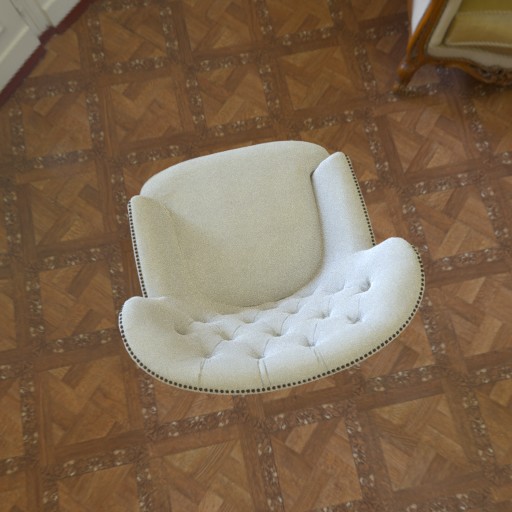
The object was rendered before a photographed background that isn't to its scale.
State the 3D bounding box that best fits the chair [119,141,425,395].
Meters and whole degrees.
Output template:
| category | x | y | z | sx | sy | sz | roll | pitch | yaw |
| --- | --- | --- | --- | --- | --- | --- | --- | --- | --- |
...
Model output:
| category | x | y | z | sx | sy | sz | roll | pitch | yaw |
| --- | --- | --- | --- | --- | --- | --- | --- | --- | --- |
| chair | 0.000 | 0.000 | 1.621 | 0.848 | 0.868 | 0.906 | -13 | 76 | -3 |
